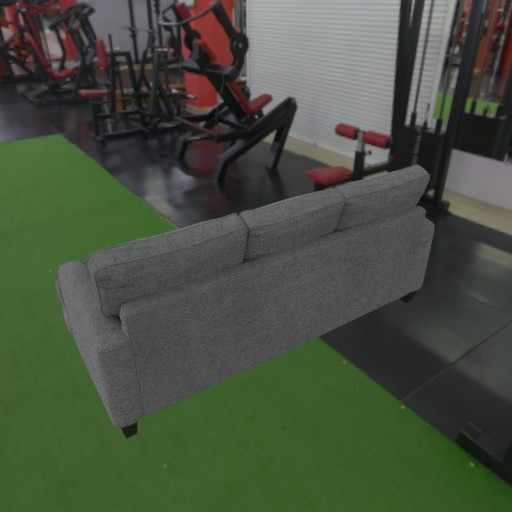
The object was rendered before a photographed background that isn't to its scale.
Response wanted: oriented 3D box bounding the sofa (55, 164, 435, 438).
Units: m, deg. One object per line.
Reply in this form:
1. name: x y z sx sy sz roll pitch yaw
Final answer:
1. sofa: 0.000 0.000 2.682 2.158 0.965 0.951 -18 35 -29
